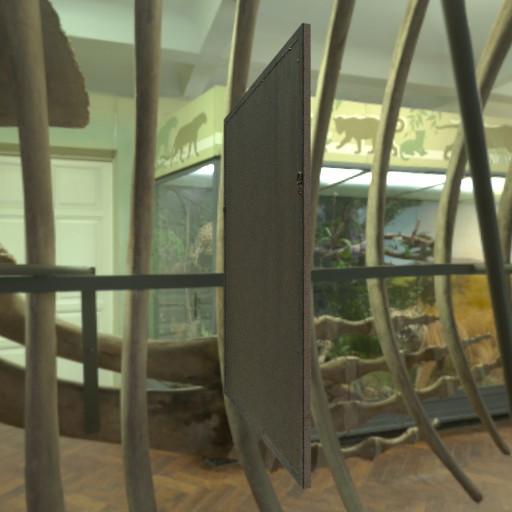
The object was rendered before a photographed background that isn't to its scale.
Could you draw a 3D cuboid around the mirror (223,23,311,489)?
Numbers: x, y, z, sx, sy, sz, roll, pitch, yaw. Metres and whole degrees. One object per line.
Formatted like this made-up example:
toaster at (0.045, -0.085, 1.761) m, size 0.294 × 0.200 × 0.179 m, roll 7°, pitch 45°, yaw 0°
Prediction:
mirror at (0.000, 0.000, 1.283) m, size 0.025 × 0.996 × 0.705 m, roll 0°, pitch 0°, yaw -18°
